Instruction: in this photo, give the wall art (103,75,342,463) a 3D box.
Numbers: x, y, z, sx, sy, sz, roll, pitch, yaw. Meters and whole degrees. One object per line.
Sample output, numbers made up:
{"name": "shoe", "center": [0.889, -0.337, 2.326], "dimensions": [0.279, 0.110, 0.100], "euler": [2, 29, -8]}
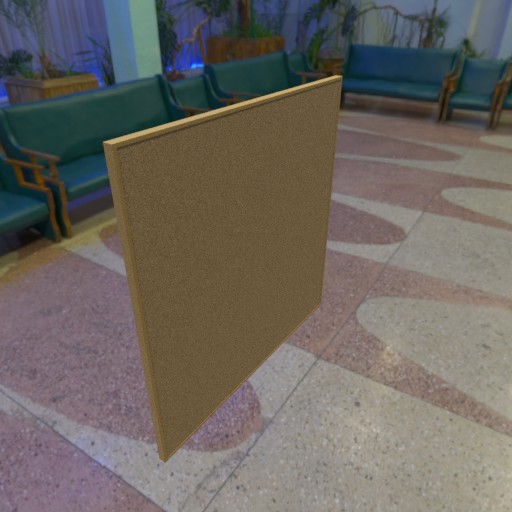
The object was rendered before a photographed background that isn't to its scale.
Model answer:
{"name": "wall art", "center": [0.000, 0.000, 0.671], "dimensions": [0.013, 0.455, 0.457], "euler": [20, 36, 30]}
